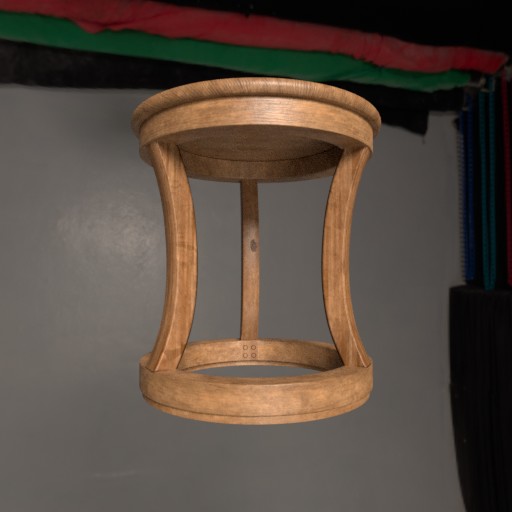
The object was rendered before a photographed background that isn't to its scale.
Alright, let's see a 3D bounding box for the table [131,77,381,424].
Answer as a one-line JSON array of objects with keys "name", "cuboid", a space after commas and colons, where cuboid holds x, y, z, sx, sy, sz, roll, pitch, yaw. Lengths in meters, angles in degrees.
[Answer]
[{"name": "table", "cuboid": [0.000, 0.000, 0.789, 0.432, 0.460, 0.432, 0, -2, 0]}]
